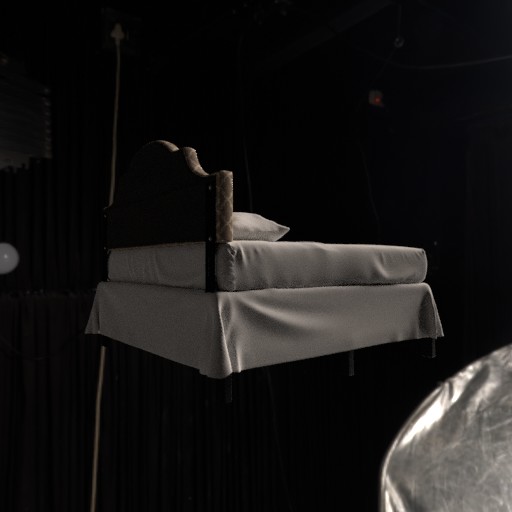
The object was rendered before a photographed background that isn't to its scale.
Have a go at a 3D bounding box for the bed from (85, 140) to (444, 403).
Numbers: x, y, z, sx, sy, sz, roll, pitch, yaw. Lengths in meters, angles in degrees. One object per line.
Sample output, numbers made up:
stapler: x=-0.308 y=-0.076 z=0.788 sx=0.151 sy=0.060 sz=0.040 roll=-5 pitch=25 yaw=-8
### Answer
bed: x=0.000 y=0.000 z=3.759 sx=2.222 sy=1.601 sz=2.314 roll=1 pitch=-1 yaw=-37
